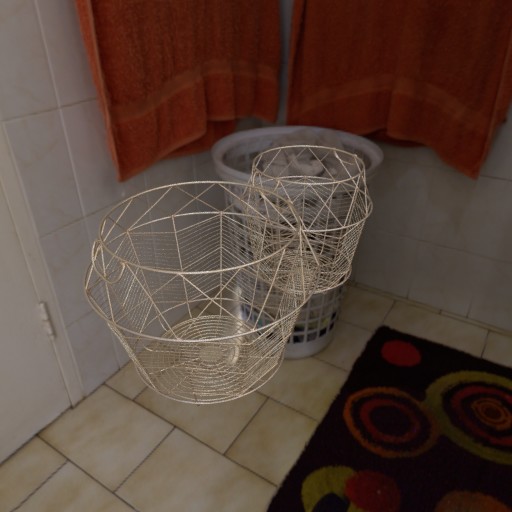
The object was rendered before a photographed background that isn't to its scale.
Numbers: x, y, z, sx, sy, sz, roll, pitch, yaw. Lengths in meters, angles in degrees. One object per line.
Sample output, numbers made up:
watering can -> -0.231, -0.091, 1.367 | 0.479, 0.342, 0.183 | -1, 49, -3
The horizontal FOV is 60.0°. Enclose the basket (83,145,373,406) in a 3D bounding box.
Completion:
basket -> 0.000, 0.000, 1.031 | 0.451, 0.343, 0.805 | 20, 37, 29
